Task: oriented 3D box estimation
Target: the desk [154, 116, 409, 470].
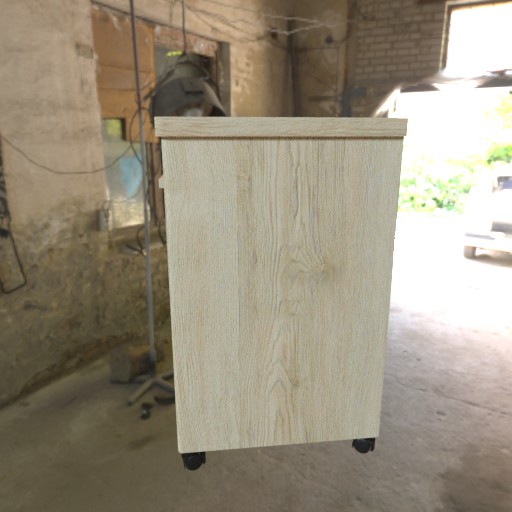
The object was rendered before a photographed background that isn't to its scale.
[{"bbox_3d":[0.000,0.000,1.342,0.480,0.770,0.885,-2,15,-7],"label":"desk"}]
